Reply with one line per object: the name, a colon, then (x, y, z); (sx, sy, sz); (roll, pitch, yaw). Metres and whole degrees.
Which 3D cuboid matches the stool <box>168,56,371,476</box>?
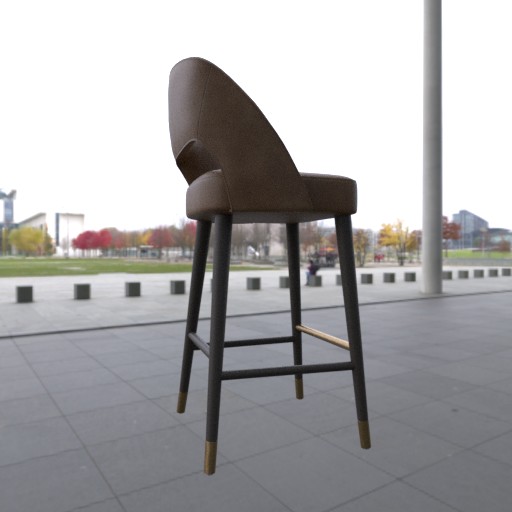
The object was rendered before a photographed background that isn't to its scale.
stool: (0.000, 0.000, 1.319); (0.509, 1.037, 0.494); (0, 0, -19)
